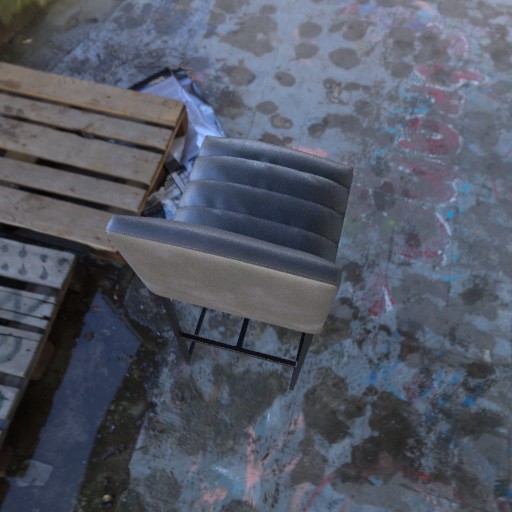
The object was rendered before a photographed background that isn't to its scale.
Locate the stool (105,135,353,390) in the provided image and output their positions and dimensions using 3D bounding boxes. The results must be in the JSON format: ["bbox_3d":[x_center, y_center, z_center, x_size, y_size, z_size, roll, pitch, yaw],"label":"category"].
[{"bbox_3d":[0.000,0.000,1.366,0.463,1.065,0.562,13,64,6],"label":"stool"}]
